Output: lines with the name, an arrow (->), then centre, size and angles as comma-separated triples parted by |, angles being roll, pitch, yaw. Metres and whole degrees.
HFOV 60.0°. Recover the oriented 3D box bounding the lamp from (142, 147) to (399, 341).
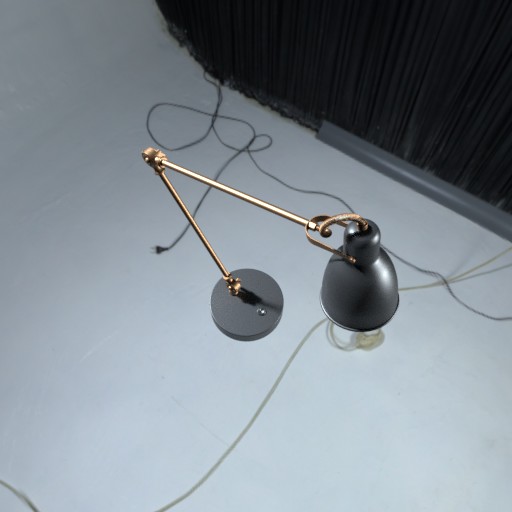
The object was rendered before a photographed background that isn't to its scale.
lamp -> 0.000, 0.000, 0.885 | 0.561, 0.587, 0.187 | 34, 65, 18
